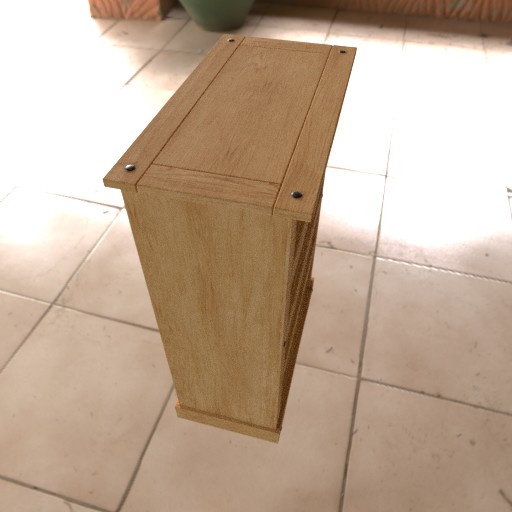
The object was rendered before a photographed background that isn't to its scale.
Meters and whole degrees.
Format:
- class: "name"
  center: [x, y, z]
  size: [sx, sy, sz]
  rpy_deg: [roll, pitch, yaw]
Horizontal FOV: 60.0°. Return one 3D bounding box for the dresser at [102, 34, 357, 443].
- class: "dresser"
  center: [0.000, 0.000, 1.733]
  size: [0.485, 1.300, 0.915]
  rpy_deg: [11, 47, 10]
